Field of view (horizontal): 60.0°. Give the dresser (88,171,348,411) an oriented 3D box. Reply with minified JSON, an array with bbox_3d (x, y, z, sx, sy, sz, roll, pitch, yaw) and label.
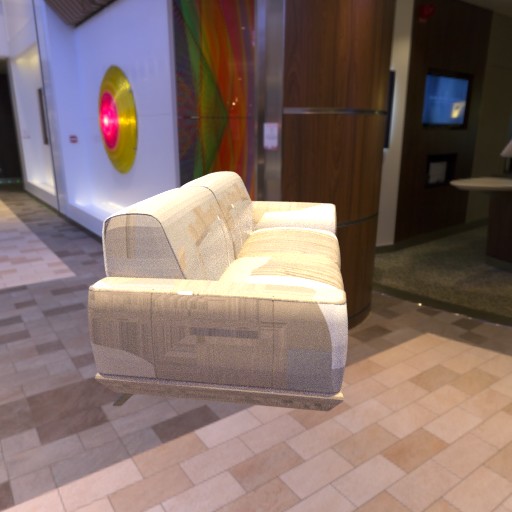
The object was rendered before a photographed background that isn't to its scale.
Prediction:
[{"bbox_3d":[0.000,0.000,5.820,2.251,1.863,4.679,2,16,8],"label":"dresser"}]
